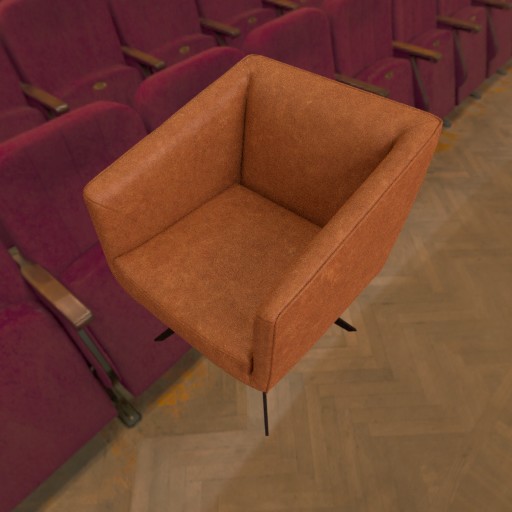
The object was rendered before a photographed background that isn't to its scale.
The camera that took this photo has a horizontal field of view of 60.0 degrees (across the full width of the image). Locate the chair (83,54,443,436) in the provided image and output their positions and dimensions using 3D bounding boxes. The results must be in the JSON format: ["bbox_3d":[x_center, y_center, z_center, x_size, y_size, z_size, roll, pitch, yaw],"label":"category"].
[{"bbox_3d":[0.000,0.000,1.209,0.588,0.760,0.625,32,54,27],"label":"chair"}]
